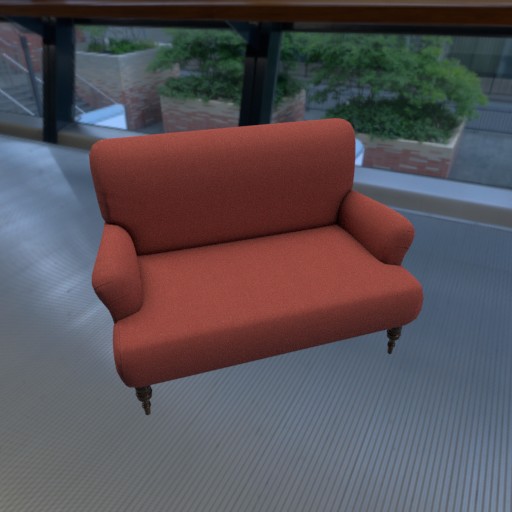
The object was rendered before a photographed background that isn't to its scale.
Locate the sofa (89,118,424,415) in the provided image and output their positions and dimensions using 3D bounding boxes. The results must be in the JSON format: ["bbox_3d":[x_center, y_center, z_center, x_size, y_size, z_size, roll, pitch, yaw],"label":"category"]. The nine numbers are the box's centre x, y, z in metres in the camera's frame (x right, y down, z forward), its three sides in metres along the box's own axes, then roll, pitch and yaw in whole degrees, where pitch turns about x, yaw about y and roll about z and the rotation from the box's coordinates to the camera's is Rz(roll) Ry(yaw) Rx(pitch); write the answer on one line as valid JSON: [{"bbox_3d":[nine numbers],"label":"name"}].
[{"bbox_3d":[0.000,0.000,1.880,1.297,0.889,0.779,-10,33,-15],"label":"sofa"}]
